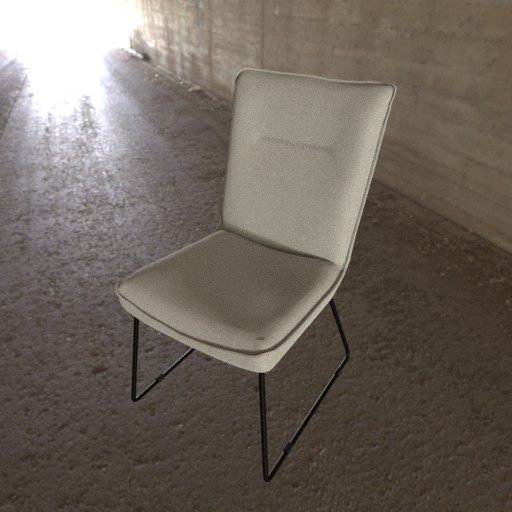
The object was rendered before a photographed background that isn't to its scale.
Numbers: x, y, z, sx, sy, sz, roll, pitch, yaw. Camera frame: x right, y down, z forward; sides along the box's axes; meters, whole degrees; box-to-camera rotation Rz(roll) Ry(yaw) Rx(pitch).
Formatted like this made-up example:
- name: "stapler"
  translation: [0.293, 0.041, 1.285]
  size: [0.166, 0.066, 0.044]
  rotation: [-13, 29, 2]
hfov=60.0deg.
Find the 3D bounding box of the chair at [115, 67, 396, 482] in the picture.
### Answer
- name: "chair"
  translation: [0.000, 0.000, 1.308]
  size: [0.515, 0.930, 0.688]
  rotation: [18, 35, 28]
